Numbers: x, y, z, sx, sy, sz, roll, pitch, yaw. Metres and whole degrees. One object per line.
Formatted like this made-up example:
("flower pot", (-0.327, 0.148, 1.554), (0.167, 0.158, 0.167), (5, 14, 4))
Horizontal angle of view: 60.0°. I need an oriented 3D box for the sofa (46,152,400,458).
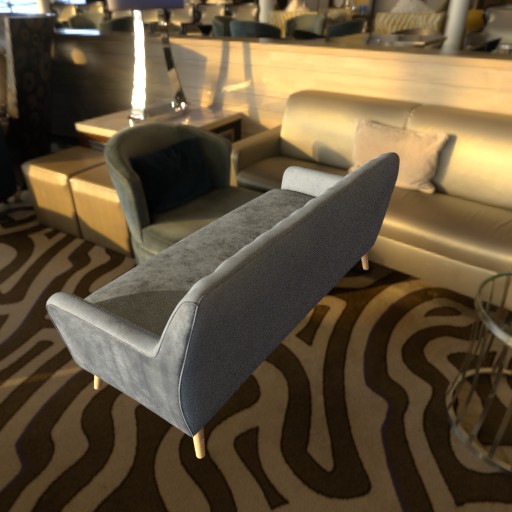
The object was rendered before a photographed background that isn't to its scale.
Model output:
("sofa", (0.000, 0.000, 2.381), (0.841, 0.832, 1.975), (19, 36, 29))
